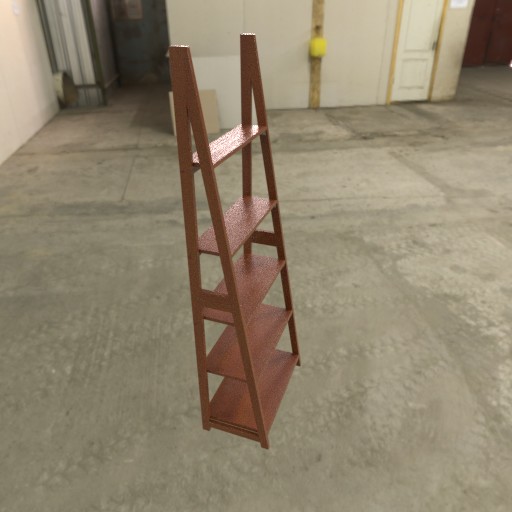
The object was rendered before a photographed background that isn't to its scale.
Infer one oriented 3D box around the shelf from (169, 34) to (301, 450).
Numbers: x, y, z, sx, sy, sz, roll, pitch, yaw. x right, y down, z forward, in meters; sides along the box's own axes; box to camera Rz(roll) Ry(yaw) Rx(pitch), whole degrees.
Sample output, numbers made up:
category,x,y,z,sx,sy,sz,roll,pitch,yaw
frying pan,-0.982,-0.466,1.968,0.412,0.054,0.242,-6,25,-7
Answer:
category,x,y,z,sx,sy,sz,roll,pitch,yaw
shelf,0.000,0.000,2.029,0.356,1.780,0.630,10,31,17
